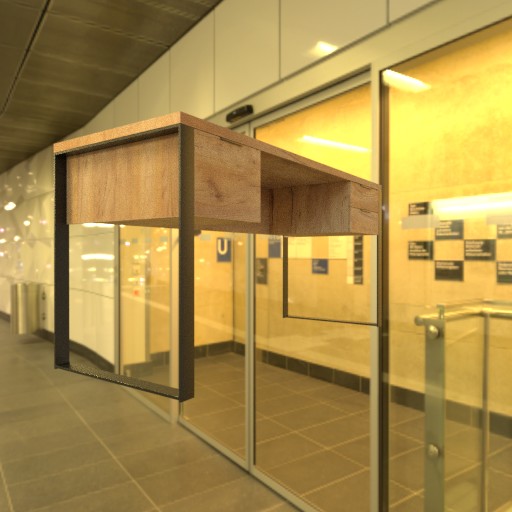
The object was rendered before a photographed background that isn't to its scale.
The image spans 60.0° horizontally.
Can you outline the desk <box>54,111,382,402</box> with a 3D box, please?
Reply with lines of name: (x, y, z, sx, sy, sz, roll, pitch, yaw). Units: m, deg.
desk: (0.000, 0.000, 1.946, 0.600, 0.760, 1.520, 0, 0, 35)
